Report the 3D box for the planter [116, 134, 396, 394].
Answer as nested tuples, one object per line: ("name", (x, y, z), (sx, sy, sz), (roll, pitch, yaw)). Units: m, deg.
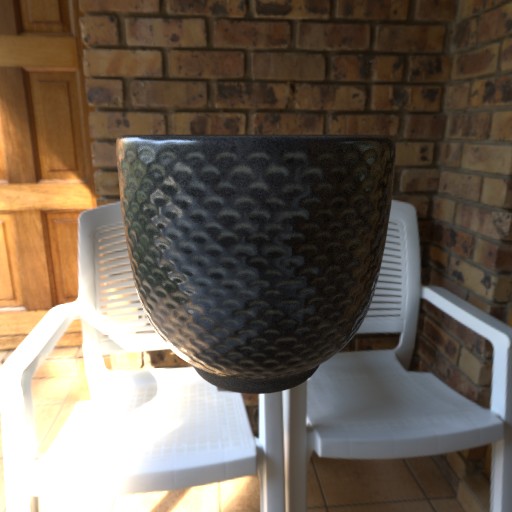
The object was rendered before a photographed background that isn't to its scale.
("planter", (0.000, 0.000, 0.303), (0.172, 0.160, 0.172), (0, 15, 0))
